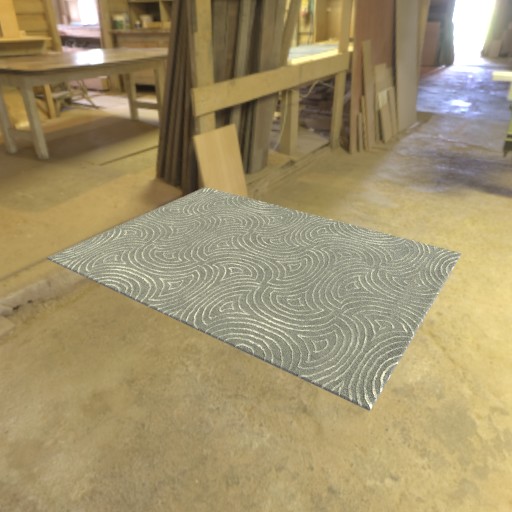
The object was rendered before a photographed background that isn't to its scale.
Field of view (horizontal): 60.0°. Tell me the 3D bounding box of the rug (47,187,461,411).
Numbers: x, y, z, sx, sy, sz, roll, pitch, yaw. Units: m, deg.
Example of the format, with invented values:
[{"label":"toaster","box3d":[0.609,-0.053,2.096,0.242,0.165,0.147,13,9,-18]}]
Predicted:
[{"label":"rug","box3d":[0.000,0.000,2.821,2.144,0.015,1.543,18,34,30]}]
